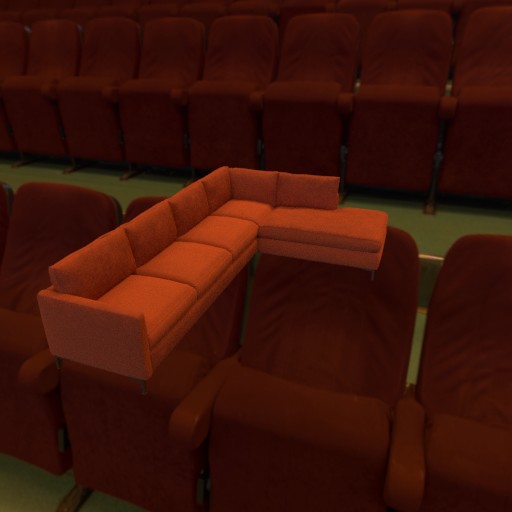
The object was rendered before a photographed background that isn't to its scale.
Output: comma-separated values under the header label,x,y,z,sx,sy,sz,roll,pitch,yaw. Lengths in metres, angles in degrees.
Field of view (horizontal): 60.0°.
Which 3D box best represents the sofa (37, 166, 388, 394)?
label,x,y,z,sx,sy,sz,roll,pitch,yaw
sofa,0.000,0.000,3.609,1.879,0.757,2.736,9,27,18
